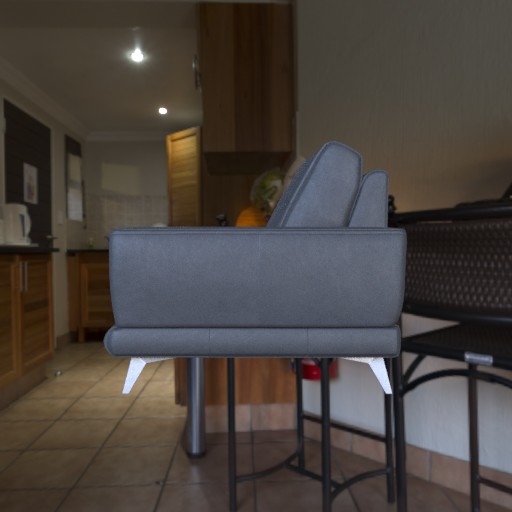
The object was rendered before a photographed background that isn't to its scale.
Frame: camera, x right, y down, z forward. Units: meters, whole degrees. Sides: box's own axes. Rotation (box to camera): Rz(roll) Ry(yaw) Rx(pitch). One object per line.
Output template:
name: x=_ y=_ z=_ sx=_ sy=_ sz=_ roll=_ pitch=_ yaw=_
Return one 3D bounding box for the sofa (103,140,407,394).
sofa: x=0.000 y=0.000 z=2.328 sx=1.018 sy=0.907 sz=1.806 roll=0 pitch=1 yaw=0
